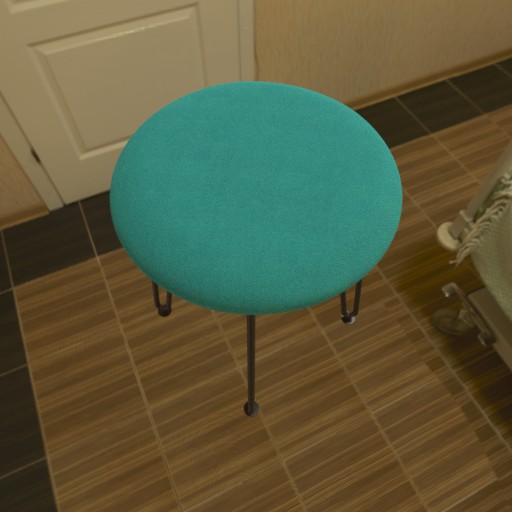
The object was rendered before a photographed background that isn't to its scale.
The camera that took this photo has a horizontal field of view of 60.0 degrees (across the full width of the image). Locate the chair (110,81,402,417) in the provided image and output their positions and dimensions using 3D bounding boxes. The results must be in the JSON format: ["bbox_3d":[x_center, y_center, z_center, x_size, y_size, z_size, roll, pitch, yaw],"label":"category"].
[{"bbox_3d":[0.000,0.000,0.685,0.350,0.430,0.350,31,63,18],"label":"chair"}]
